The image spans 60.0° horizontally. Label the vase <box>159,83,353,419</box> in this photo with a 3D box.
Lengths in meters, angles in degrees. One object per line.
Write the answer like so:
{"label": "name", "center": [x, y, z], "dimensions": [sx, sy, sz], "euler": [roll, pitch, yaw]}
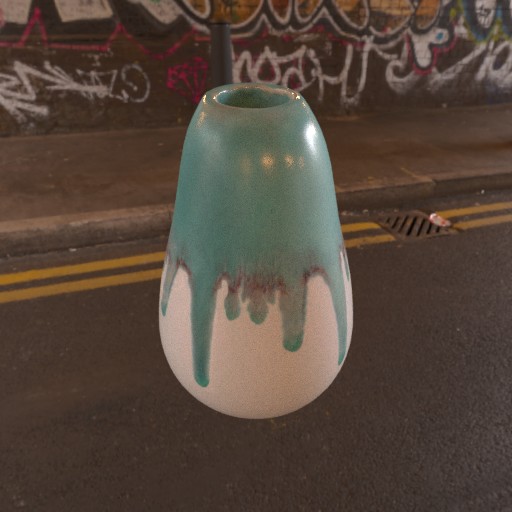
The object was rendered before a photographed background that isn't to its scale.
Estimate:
{"label": "vase", "center": [0.000, 0.000, 0.252], "dimensions": [0.116, 0.179, 0.116], "euler": [0, 29, 0]}
